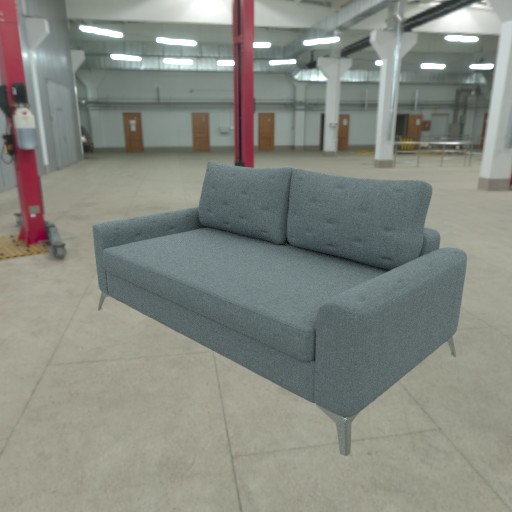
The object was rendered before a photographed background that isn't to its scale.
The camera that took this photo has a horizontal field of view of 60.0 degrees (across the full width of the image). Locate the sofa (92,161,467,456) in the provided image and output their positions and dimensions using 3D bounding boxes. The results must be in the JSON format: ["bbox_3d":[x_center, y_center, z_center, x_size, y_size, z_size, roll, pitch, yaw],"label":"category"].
[{"bbox_3d":[0.000,0.000,2.115,1.650,0.790,0.920,16,23,42],"label":"sofa"}]
